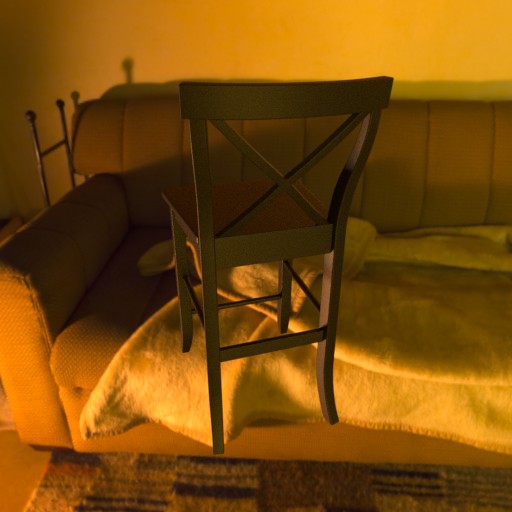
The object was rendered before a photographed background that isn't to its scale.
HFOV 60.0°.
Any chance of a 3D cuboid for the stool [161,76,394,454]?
[{"bbox_3d":[0.000,0.000,1.279,0.452,0.989,0.559,-8,28,-16],"label":"stool"}]
